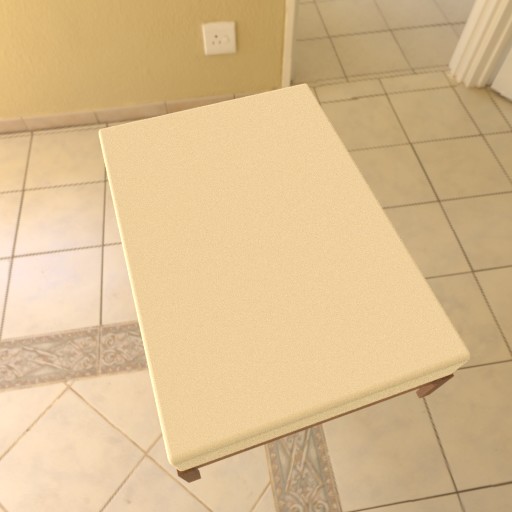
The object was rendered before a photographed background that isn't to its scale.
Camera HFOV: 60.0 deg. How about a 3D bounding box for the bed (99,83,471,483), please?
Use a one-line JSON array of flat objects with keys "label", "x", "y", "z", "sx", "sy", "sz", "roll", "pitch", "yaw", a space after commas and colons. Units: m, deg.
[{"label": "bed", "x": 0.000, "y": 0.000, "z": 2.518, "sx": 1.348, "sy": 0.616, "sz": 1.927, "roll": -16, "pitch": 60, "yaw": -10}]
